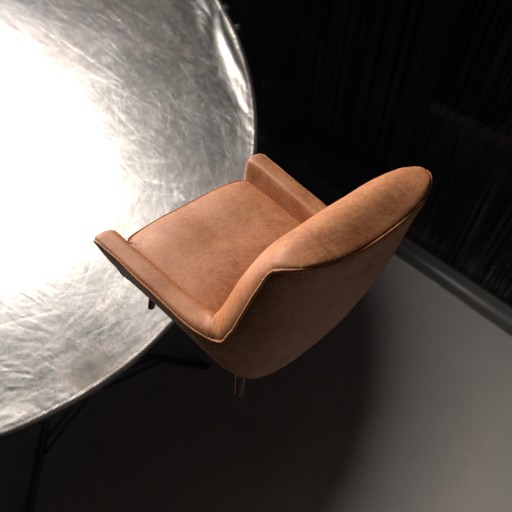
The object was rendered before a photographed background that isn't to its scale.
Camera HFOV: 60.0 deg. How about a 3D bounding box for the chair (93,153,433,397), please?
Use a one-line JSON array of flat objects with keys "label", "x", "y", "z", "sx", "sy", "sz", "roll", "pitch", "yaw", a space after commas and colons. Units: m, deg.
[{"label": "chair", "x": 0.000, "y": 0.000, "z": 1.456, "sx": 0.753, "sy": 0.883, "sz": 0.851, "roll": -33, "pitch": 55, "yaw": -26}]
